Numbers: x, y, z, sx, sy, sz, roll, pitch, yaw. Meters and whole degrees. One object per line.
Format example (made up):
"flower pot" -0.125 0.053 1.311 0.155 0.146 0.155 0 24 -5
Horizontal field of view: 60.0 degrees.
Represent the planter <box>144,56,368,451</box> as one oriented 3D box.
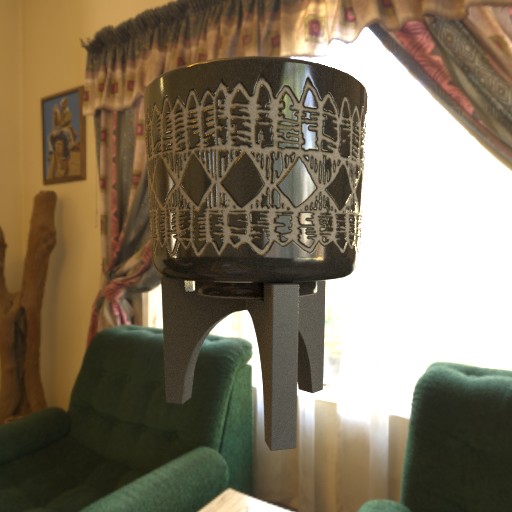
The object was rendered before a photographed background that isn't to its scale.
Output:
"planter" 0.000 0.000 0.513 0.251 0.355 0.251 0 1 17
